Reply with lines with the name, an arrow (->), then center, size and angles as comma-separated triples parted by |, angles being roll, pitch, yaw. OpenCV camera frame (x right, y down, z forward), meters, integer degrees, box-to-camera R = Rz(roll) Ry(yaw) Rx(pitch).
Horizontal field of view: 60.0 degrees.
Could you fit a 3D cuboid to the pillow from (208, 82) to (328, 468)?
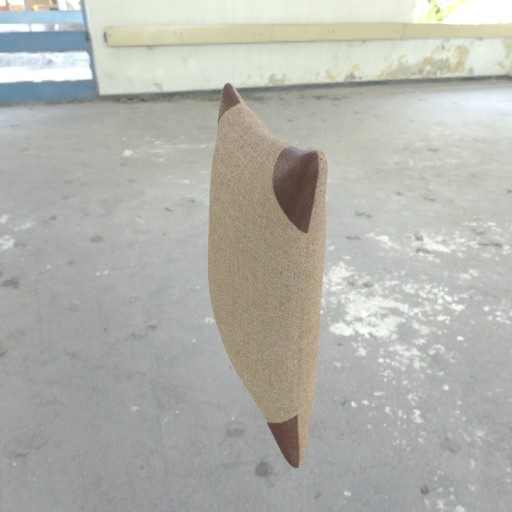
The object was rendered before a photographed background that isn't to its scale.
pillow -> 0.000, 0.000, 0.690 | 0.147, 0.448, 0.437 | -8, 31, -13
